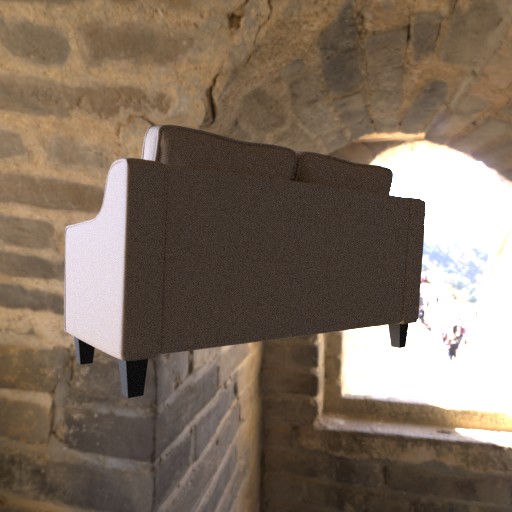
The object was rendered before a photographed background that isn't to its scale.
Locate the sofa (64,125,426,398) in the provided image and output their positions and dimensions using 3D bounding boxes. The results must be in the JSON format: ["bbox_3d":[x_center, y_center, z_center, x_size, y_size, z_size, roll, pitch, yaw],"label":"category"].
[{"bbox_3d":[0.000,0.000,3.517,2.587,1.562,1.351,1,-1,-36],"label":"sofa"}]
